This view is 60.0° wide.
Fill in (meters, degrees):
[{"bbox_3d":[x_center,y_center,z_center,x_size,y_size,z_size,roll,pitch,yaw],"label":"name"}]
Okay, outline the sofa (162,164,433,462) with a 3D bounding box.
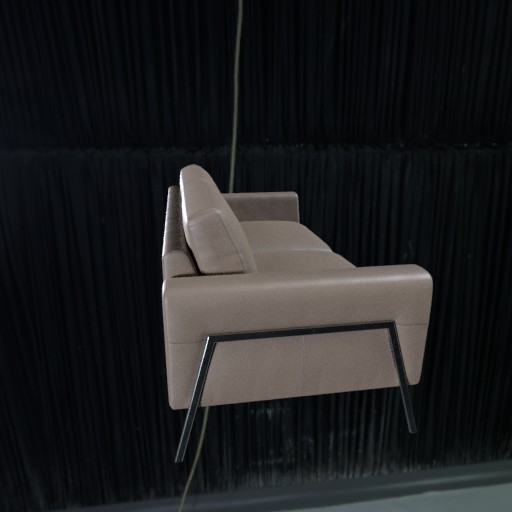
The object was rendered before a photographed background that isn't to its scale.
[{"bbox_3d":[0.000,0.000,2.466,0.953,0.875,2.017,-3,17,-9],"label":"sofa"}]
